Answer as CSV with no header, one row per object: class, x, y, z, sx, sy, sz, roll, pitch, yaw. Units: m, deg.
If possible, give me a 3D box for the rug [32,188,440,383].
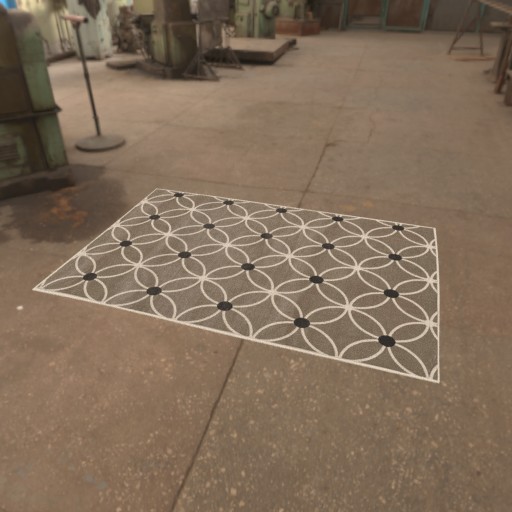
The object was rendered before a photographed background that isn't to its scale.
rug,0.000,0.000,2.921,2.284,0.008,1.522,10,34,15
